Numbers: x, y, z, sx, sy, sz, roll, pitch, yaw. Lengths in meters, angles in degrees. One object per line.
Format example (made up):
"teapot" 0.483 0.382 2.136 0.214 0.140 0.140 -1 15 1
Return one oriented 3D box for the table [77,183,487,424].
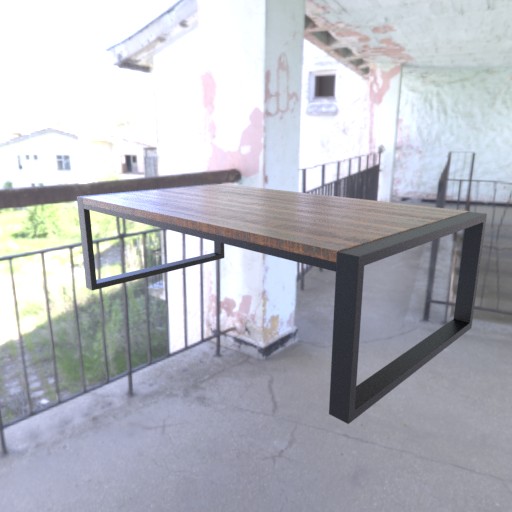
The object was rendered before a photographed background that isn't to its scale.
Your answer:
"table" 0.000 0.000 1.681 0.750 0.400 1.350 -15 21 -43
